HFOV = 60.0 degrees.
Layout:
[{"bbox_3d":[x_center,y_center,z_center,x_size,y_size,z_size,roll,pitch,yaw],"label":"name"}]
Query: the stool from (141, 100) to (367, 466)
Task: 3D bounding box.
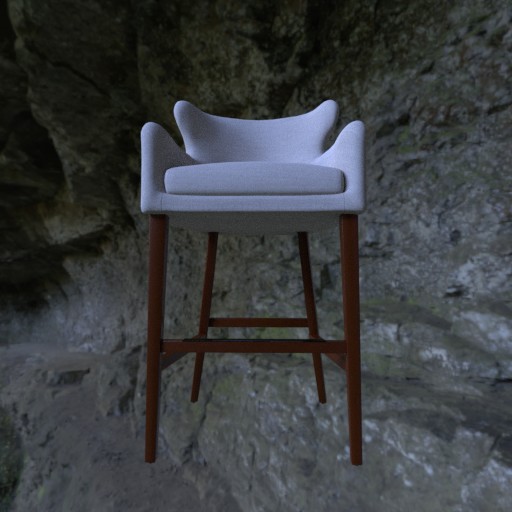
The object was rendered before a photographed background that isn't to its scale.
[{"bbox_3d":[0.000,0.000,1.350,0.556,1.034,0.563,0,0,1],"label":"stool"}]
